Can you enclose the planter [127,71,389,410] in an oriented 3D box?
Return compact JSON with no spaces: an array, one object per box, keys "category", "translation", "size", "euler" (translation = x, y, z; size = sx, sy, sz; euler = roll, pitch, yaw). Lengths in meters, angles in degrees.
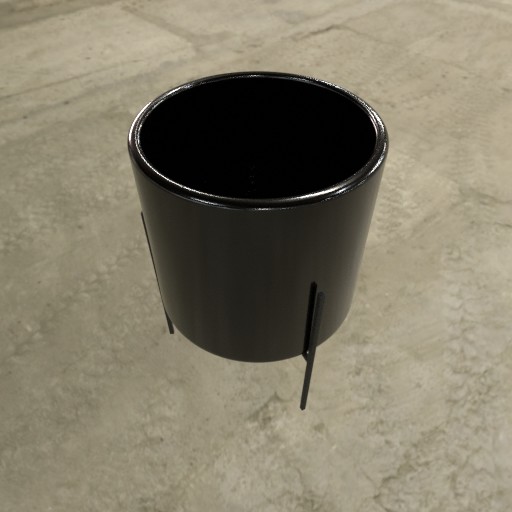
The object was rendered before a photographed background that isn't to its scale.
[{"category":"planter","translation":[0.000,0.000,0.666],"size":[0.310,0.432,0.310],"euler":[-9,47,-9]}]
